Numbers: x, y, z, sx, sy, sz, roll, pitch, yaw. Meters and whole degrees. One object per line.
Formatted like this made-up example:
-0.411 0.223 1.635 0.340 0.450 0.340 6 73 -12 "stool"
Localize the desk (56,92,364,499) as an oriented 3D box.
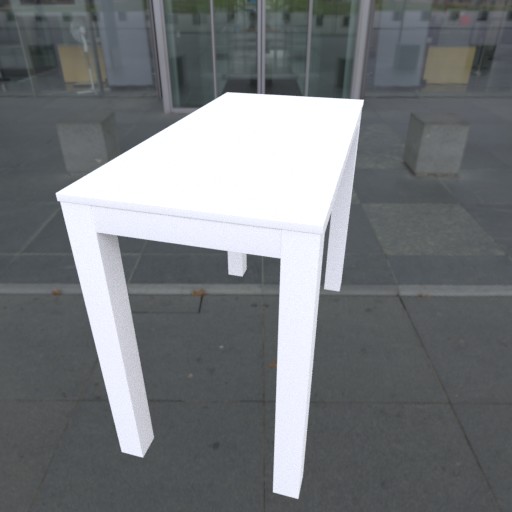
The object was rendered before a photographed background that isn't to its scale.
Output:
0.000 0.000 1.369 0.497 0.762 0.990 8 32 13 "desk"
